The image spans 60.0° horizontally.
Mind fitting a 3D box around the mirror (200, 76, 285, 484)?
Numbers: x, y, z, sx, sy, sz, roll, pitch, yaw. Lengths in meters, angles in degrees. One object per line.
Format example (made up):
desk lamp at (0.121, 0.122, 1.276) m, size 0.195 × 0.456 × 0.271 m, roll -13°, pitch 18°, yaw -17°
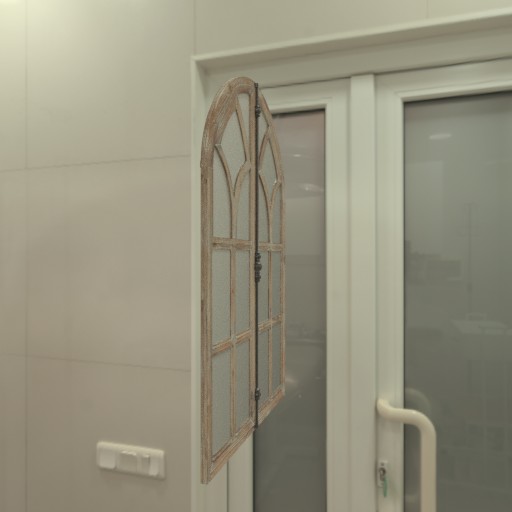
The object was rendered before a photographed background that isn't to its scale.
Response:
mirror at (0.000, 0.000, 1.175) m, size 0.032 × 0.915 × 0.609 m, roll 0°, pitch 0°, yaw 19°
